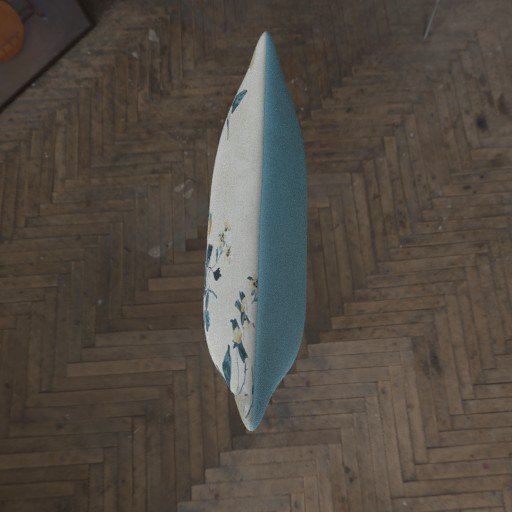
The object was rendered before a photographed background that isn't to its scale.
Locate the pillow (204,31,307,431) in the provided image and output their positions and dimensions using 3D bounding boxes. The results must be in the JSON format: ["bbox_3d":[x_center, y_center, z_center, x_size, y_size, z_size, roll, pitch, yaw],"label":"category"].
[{"bbox_3d":[0.000,0.000,0.794,0.166,0.507,0.526,2,75,1],"label":"pillow"}]
